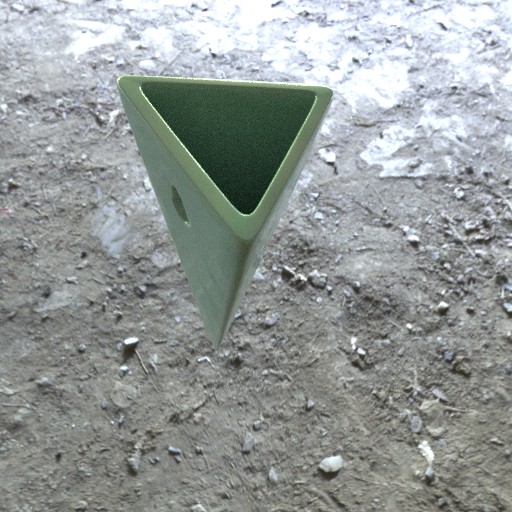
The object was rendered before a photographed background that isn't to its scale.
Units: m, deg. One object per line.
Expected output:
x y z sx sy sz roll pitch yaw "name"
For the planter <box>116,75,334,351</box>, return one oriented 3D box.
0.000 0.000 0.216 0.064 0.178 0.080 -30 64 -16 "planter"
